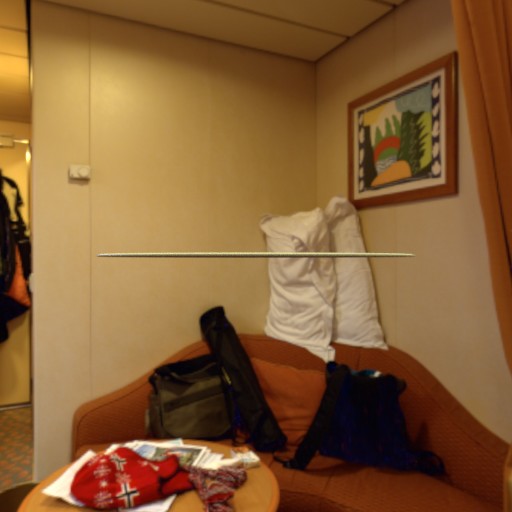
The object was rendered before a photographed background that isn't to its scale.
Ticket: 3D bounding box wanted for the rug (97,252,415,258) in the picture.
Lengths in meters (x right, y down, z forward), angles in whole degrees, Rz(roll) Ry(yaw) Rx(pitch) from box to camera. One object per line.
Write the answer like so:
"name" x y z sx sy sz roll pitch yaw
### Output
"rug" 0.000 0.000 2.354 1.593 0.012 1.593 0 0 0
